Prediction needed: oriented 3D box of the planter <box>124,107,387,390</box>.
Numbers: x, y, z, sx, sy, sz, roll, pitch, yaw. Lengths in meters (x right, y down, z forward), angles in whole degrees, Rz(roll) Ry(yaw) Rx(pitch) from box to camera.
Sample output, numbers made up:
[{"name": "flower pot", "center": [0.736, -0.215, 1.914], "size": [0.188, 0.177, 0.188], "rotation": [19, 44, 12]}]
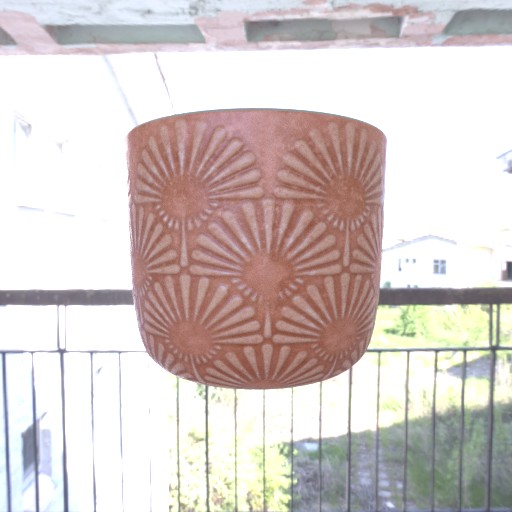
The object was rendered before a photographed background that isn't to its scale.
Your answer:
[{"name": "planter", "center": [0.000, 0.000, 0.219], "size": [0.124, 0.109, 0.124], "rotation": [0, 2, 0]}]
